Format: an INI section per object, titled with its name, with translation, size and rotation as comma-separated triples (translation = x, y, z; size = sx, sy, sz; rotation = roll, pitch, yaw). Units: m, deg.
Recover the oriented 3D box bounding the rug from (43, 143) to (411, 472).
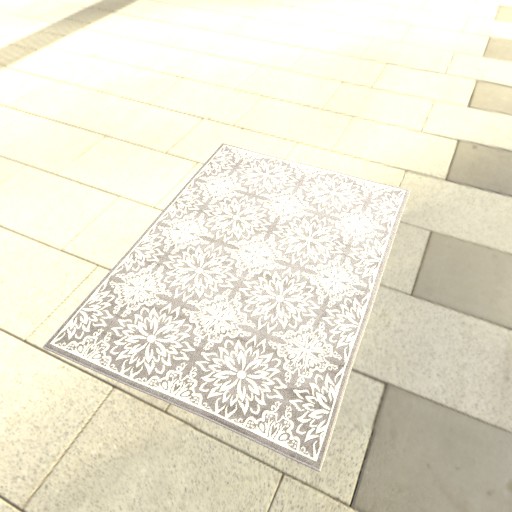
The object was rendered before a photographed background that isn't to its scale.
[rug]
translation = 0.000, 0.000, 2.915
size = 1.608, 0.014, 2.213
rotation = 18, 49, 16
